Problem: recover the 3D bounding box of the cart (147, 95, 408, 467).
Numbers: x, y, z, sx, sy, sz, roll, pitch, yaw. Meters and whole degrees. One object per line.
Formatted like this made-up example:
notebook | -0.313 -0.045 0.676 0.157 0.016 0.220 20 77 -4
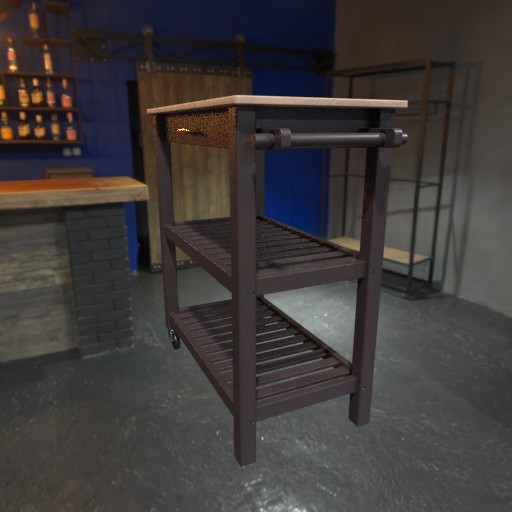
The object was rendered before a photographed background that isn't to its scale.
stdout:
cart | 0.000 0.000 1.442 0.457 0.927 0.899 -8 18 -24
